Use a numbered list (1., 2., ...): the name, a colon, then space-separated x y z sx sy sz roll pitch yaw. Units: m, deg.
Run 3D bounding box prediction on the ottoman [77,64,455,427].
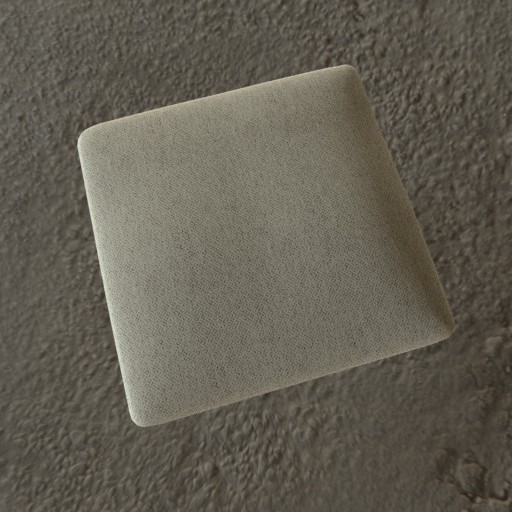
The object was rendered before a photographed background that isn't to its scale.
1. ottoman: 0.000 0.000 0.900 0.521 0.453 0.512 -15 76 -4
